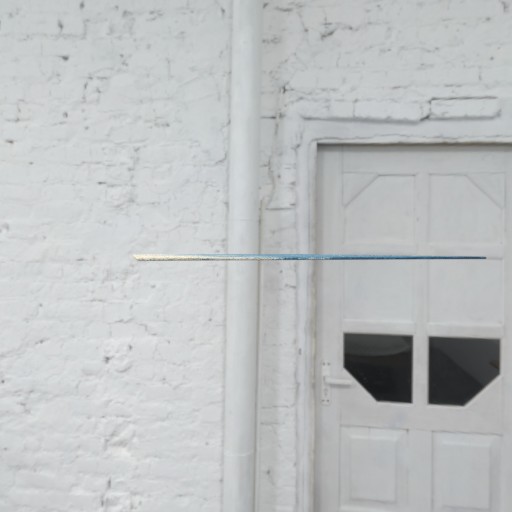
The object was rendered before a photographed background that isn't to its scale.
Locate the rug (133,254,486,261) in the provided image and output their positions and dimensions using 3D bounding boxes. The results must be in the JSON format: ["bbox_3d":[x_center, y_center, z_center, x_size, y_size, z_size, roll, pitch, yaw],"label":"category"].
[{"bbox_3d":[0.000,0.000,2.307,1.232,0.009,1.836,0,1,-16],"label":"rug"}]
